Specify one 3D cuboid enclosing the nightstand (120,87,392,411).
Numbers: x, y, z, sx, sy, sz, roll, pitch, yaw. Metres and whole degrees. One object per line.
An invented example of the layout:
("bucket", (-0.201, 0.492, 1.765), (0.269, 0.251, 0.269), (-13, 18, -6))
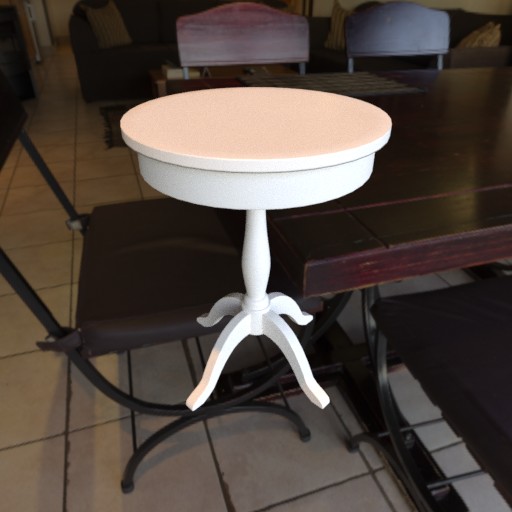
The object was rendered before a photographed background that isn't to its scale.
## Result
("nightstand", (0.000, 0.000, 1.036), (0.513, 0.653, 0.513), (-22, 38, -31))
